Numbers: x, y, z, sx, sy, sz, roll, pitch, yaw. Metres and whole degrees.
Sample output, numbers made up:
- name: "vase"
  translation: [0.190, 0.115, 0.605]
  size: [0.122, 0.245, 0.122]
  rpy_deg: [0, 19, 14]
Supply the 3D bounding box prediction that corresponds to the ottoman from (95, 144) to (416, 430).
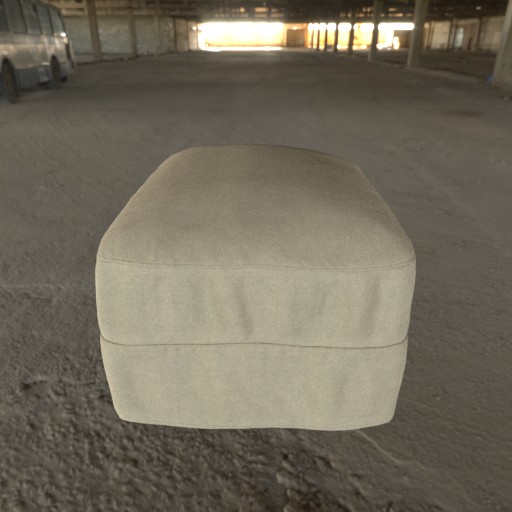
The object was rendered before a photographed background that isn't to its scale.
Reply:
- name: "ottoman"
  translation: [0.000, 0.000, 1.074]
  size: [0.584, 0.480, 0.712]
  rpy_deg: [0, 26, 1]
